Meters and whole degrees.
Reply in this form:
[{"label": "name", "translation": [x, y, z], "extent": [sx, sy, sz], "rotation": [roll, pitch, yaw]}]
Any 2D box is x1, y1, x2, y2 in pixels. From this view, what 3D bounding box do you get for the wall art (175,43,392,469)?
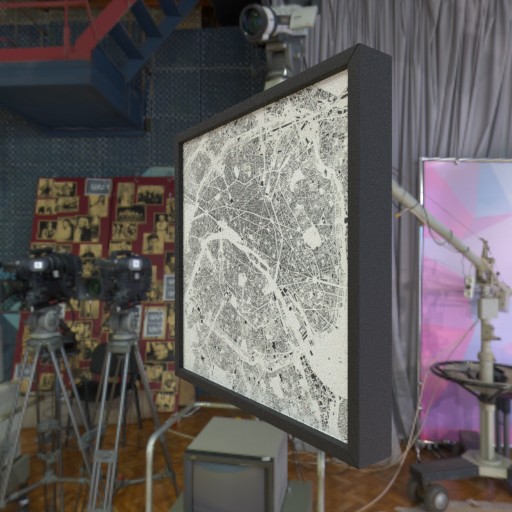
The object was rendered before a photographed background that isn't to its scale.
[{"label": "wall art", "translation": [0.000, 0.000, 0.450], "extent": [0.037, 0.305, 0.305], "rotation": [0, 0, -36]}]
